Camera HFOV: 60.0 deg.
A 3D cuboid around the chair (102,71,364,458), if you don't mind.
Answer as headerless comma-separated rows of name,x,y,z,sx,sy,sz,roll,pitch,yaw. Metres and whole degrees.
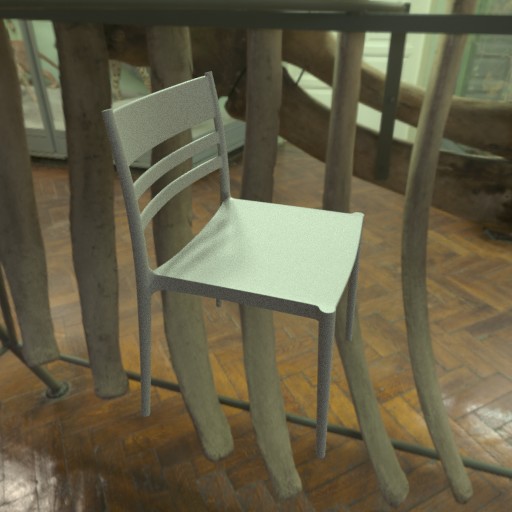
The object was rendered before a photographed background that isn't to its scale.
chair,0.000,0.000,1.138,0.511,0.800,0.531,10,32,16
